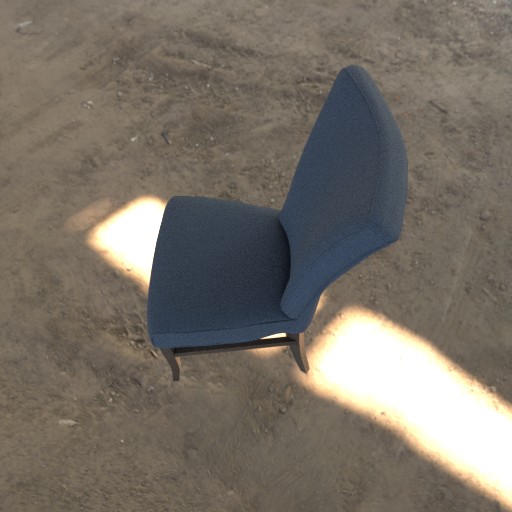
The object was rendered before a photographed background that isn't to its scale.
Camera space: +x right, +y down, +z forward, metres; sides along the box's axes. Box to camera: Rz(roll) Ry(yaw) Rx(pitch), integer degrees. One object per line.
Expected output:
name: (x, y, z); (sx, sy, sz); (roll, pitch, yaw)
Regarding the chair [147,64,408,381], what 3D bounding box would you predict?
chair: (0.000, 0.000, 1.363); (0.660, 0.991, 0.520); (1, 58, 0)
